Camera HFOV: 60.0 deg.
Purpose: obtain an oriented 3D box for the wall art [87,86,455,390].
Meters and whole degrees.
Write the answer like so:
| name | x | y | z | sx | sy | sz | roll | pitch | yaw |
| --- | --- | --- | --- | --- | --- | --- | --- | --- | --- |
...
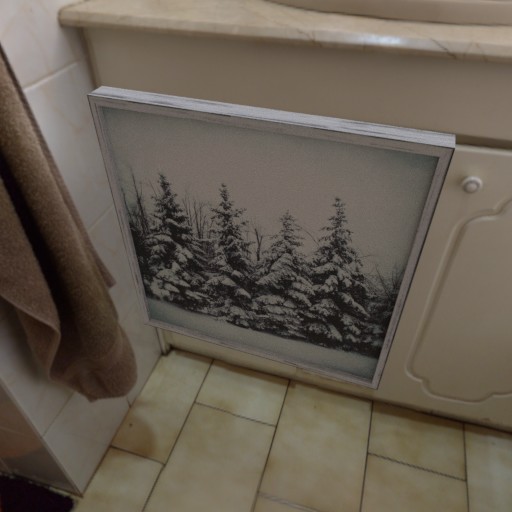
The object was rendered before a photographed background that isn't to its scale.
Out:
| name | x | y | z | sx | sy | sz | roll | pitch | yaw |
| --- | --- | --- | --- | --- | --- | --- | --- | --- | --- |
| wall art | 0.000 | 0.000 | 0.759 | 0.506 | 0.506 | 0.038 | 13 | 42 | 14 |
